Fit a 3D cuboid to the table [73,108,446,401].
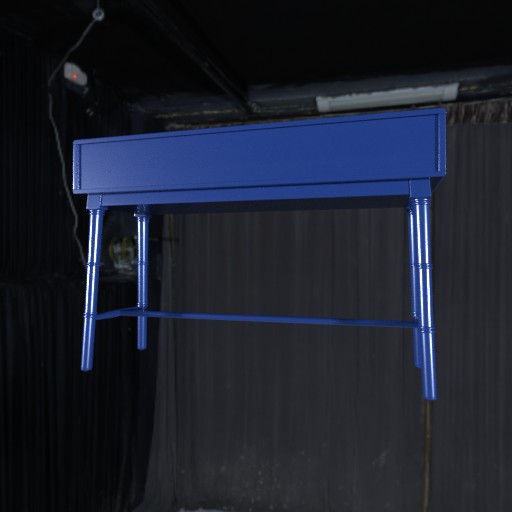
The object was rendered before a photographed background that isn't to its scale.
[{"bbox_3d":[0.000,0.000,1.467,1.118,0.749,0.399,0,0,16],"label":"table"}]
